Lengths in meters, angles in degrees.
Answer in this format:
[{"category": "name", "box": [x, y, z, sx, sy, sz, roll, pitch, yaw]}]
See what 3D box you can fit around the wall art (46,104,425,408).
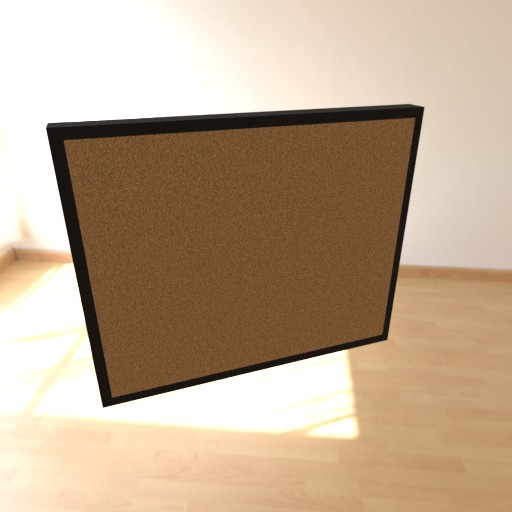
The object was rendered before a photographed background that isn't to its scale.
[{"category": "wall art", "box": [0.000, 0.000, 0.527, 0.397, 0.325, 0.028, -9, 27, -18]}]
